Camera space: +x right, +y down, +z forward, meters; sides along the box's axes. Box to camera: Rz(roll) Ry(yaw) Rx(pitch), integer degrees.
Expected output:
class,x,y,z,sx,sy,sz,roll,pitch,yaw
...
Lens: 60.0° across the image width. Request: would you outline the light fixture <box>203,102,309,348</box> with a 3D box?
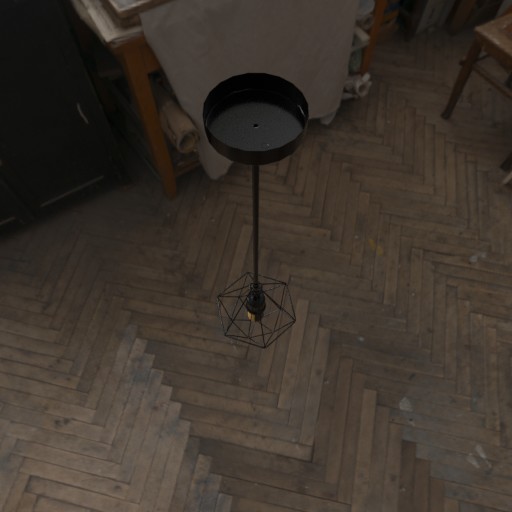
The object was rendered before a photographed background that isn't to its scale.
class,x,y,z,sx,sy,sz,roll,pitch,yaw
light fixture,0.000,0.000,2.008,0.487,1.764,0.431,16,64,8
